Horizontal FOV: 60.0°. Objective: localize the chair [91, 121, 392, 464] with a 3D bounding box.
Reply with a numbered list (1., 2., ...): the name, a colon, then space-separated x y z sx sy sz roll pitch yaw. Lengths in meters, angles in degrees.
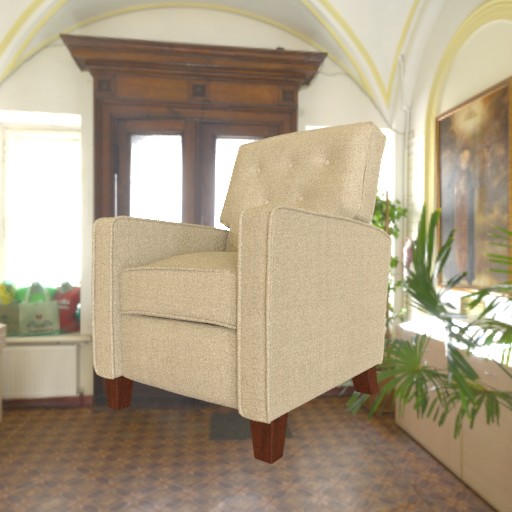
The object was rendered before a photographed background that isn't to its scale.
1. chair: 0.000 0.000 1.393 0.648 0.888 0.754 1 1 37
